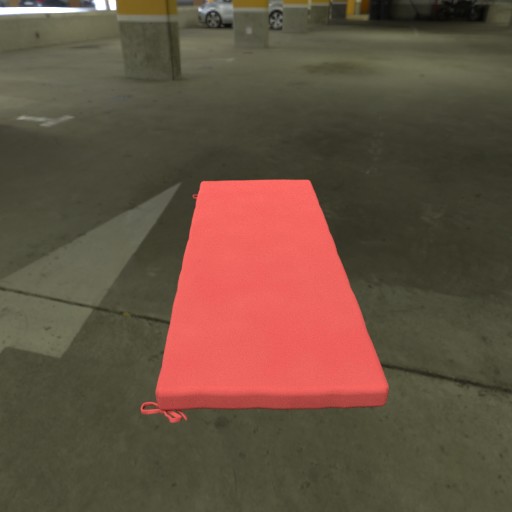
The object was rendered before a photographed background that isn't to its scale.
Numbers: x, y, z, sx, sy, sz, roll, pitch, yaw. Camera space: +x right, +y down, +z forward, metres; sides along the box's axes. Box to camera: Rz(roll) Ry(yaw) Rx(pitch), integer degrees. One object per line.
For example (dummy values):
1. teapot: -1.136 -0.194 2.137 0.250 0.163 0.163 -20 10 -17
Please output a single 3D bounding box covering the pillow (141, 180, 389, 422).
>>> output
1. pillow: 0.000 0.000 1.354 0.492 0.081 1.187 -1 30 -1
